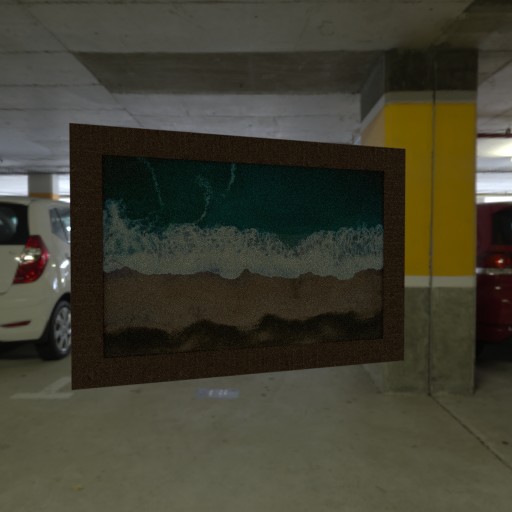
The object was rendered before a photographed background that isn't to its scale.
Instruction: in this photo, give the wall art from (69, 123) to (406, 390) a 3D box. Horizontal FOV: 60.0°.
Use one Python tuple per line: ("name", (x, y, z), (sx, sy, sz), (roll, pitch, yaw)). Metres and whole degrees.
("wall art", (0.000, 0.000, 1.183), (0.917, 0.626, 0.019), (0, 1, -17))
